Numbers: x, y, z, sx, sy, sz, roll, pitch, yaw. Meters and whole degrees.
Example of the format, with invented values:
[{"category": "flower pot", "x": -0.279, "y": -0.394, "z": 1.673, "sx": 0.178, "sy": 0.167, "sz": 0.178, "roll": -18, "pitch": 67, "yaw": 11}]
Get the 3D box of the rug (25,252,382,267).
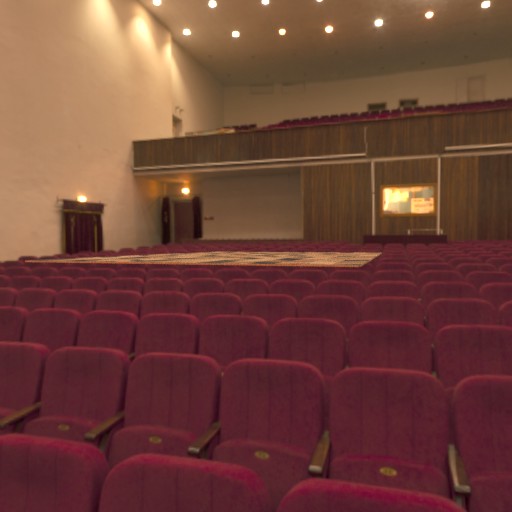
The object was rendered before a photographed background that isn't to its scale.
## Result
[{"category": "rug", "x": 0.000, "y": 0.000, "z": 2.292, "sx": 1.202, "sy": 0.006, "sz": 1.813, "roll": 1, "pitch": 2, "yaw": 18}]
